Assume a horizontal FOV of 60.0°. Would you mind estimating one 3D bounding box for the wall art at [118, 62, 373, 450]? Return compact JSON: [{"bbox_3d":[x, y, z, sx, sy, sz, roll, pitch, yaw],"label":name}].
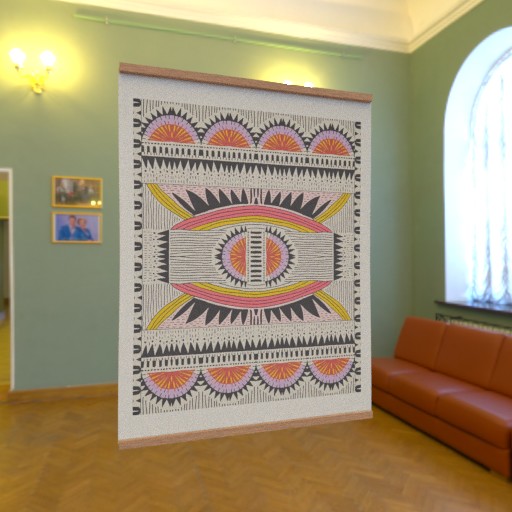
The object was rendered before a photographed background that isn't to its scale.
[{"bbox_3d":[0.000,0.000,1.289,0.765,1.016,0.028,0,0,-18],"label":"wall art"}]
